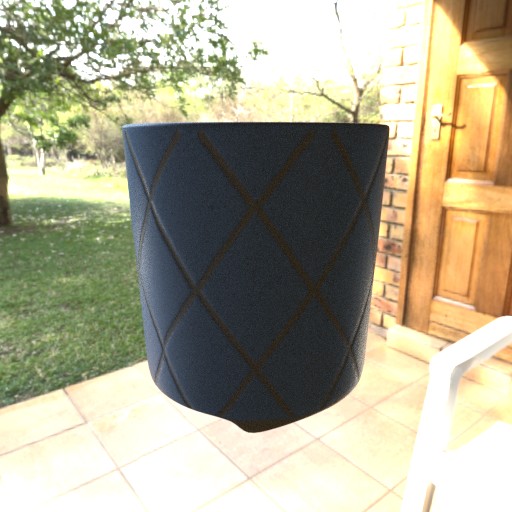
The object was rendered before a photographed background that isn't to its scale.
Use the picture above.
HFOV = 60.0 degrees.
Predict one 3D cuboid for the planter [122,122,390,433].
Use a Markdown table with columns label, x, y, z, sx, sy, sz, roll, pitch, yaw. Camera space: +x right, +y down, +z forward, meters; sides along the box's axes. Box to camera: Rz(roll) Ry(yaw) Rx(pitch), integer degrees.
| label | x | y | z | sx | sy | sz | roll | pitch | yaw |
| --- | --- | --- | --- | --- | --- | --- | --- | --- | --- |
| planter | 0.000 | 0.000 | 0.354 | 0.191 | 0.200 | 0.191 | 0 | 15 | 0 |
